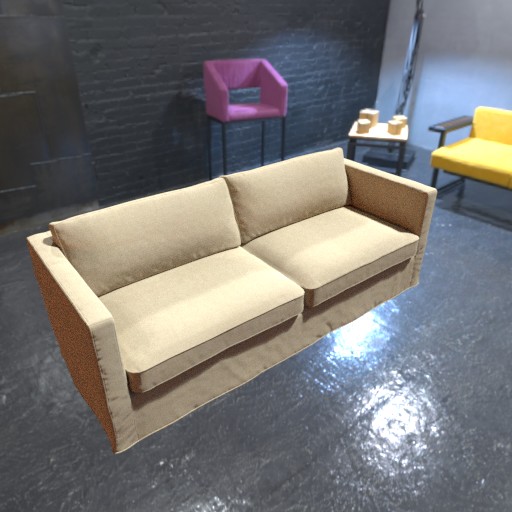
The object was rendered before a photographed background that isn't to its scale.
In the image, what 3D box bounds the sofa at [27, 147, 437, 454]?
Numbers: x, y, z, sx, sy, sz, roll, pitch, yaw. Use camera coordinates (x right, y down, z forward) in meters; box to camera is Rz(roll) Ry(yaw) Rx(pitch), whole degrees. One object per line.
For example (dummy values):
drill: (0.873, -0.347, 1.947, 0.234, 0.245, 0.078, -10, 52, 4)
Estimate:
sofa: (0.000, 0.000, 2.702, 2.312, 0.853, 0.962, -21, 36, -32)
